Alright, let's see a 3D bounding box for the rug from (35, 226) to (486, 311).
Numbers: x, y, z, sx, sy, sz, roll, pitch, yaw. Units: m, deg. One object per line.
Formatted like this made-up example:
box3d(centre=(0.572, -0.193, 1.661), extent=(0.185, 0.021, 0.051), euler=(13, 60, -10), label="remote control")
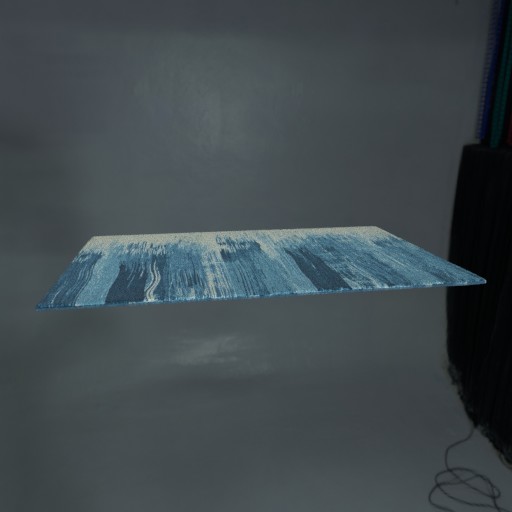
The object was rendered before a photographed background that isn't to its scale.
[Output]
box3d(centre=(0.000, 0.000, 3.066), extent=(2.450, 0.027, 1.540), euler=(-3, 16, -9), label="rug")
